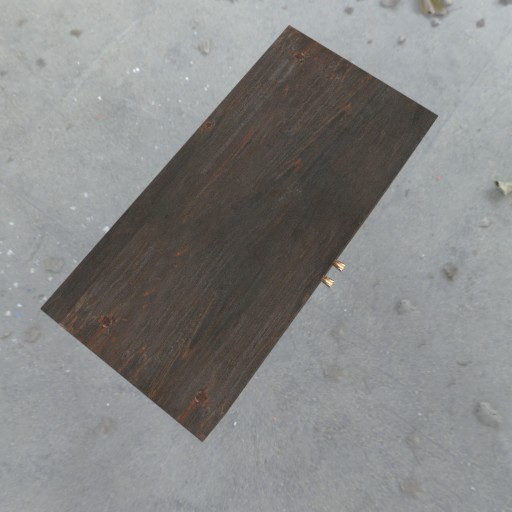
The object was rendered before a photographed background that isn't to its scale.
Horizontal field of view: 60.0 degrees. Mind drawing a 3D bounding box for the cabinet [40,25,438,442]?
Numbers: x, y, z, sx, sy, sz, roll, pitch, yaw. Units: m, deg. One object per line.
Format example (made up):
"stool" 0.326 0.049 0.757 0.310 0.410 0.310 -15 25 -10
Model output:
"cabinet" 0.000 0.000 1.556 0.529 0.897 1.023 36 78 9
